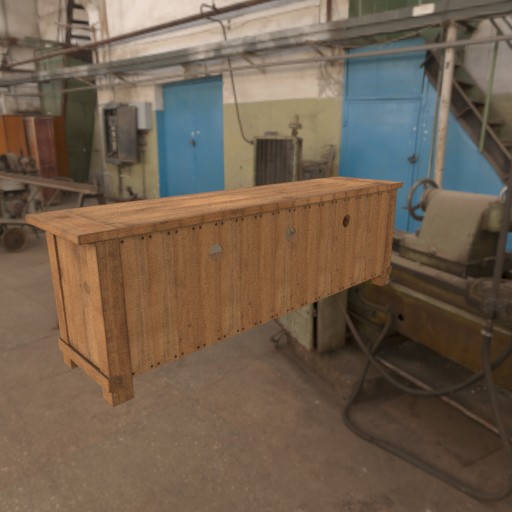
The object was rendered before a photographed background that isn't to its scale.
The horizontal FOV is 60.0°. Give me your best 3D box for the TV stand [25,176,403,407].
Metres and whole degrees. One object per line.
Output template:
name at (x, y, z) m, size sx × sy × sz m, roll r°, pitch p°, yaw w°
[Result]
TV stand at (0.000, 0.000, 2.056) m, size 1.804 × 0.573 × 0.453 m, roll -15°, pitch 22°, yaw -42°
